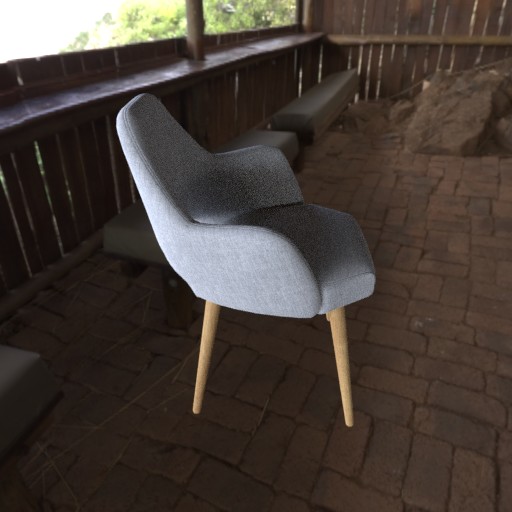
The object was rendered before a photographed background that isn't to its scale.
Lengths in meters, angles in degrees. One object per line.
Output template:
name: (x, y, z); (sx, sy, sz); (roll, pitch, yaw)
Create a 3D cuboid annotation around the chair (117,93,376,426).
chair: (0.000, 0.000, 1.241); (0.610, 0.840, 0.590); (1, 32, 1)
